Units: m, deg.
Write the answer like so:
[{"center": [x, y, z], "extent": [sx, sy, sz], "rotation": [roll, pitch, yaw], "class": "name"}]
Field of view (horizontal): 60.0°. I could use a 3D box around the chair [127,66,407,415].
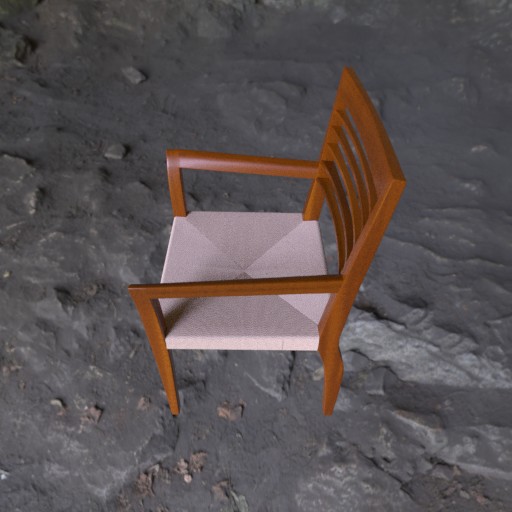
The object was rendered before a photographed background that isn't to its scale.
[{"center": [0.000, 0.000, 1.256], "extent": [0.540, 0.855, 0.587], "rotation": [0, 42, 0], "class": "chair"}]
